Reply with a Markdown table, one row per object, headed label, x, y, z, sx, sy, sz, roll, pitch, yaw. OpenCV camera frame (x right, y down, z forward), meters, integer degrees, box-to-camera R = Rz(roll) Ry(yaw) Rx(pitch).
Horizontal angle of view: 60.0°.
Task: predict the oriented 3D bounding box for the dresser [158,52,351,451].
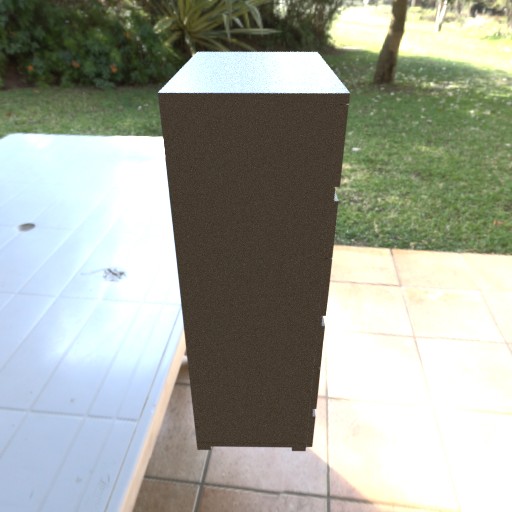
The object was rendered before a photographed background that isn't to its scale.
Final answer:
| label | x | y | z | sx | sy | sz | roll | pitch | yaw |
| --- | --- | --- | --- | --- | --- | --- | --- | --- | --- |
| dresser | 0.000 | 0.000 | 1.506 | 0.400 | 1.190 | 0.650 | 0 | 32 | 1 |
